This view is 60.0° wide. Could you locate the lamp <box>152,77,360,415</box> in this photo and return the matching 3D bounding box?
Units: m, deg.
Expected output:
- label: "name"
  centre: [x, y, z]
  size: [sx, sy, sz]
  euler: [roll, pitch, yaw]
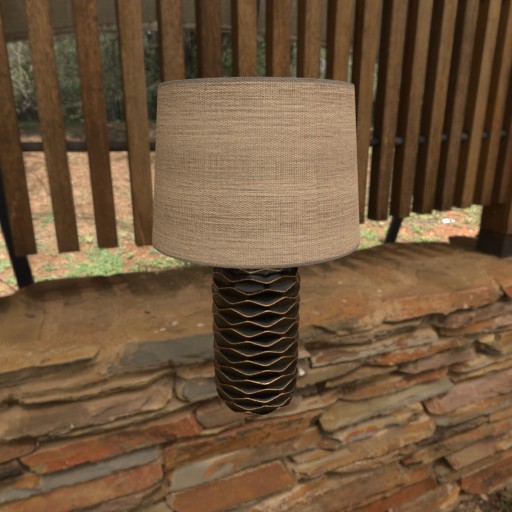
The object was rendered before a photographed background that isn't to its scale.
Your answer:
- label: "lamp"
  centre: [0.000, 0.000, 0.831]
  size: [0.376, 0.594, 0.376]
  euler: [0, 17, 0]
